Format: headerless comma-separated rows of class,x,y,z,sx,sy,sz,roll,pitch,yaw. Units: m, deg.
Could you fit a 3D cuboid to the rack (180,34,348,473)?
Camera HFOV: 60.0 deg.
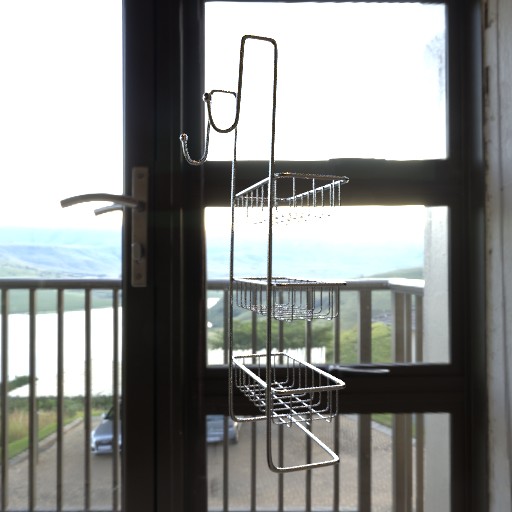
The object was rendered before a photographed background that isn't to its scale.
rack,0.000,0.000,0.677,0.202,0.574,0.228,0,-1,-18
